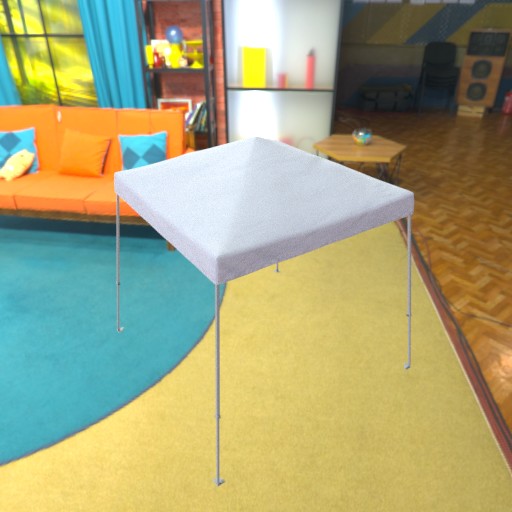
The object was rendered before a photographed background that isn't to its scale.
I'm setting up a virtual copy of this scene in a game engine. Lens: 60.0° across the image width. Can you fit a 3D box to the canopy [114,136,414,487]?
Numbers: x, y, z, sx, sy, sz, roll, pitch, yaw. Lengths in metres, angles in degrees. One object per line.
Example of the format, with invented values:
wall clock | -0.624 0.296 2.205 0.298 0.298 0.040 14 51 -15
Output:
canopy | 0.000 0.000 5.271 2.850 2.850 2.849 -19 35 -29
